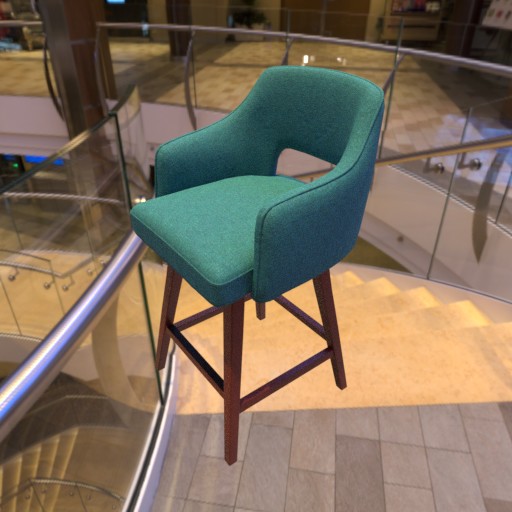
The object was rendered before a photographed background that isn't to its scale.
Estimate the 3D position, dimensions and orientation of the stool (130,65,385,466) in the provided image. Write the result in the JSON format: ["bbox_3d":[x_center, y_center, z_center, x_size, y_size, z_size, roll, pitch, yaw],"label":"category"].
[{"bbox_3d":[0.000,0.000,1.292,0.556,0.961,0.548,-22,38,-31],"label":"stool"}]
